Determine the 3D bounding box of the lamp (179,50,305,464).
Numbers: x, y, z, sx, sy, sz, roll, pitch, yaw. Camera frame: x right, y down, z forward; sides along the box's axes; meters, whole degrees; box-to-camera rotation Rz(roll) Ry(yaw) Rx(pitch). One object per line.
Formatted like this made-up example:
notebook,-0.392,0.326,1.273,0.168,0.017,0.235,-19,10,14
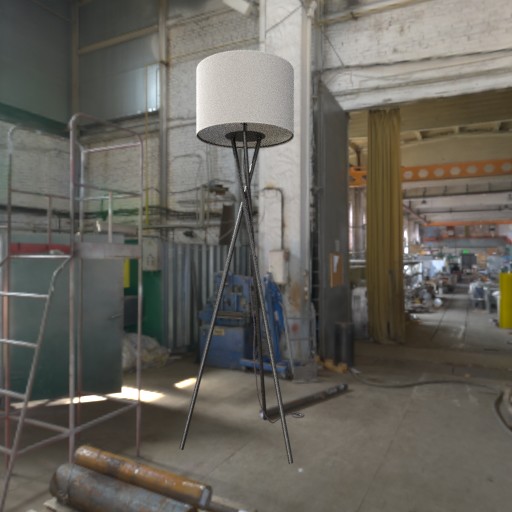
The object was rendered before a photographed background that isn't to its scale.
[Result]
lamp,0.000,0.000,1.947,0.667,1.624,0.522,0,0,-19
